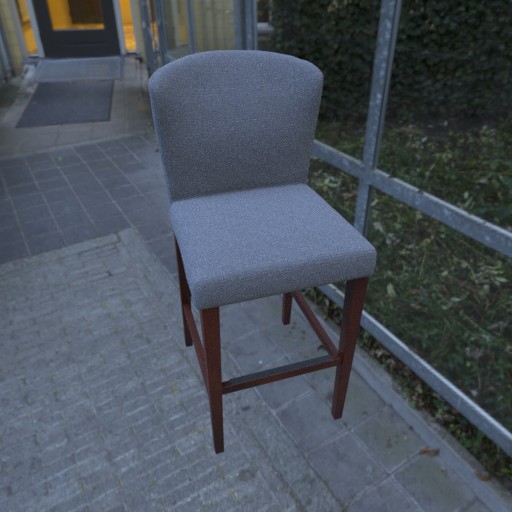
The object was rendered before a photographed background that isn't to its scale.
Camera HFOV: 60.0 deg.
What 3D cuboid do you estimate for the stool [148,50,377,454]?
[{"bbox_3d":[0.000,0.000,1.341,0.486,1.069,0.568,-10,35,-15],"label":"stool"}]
